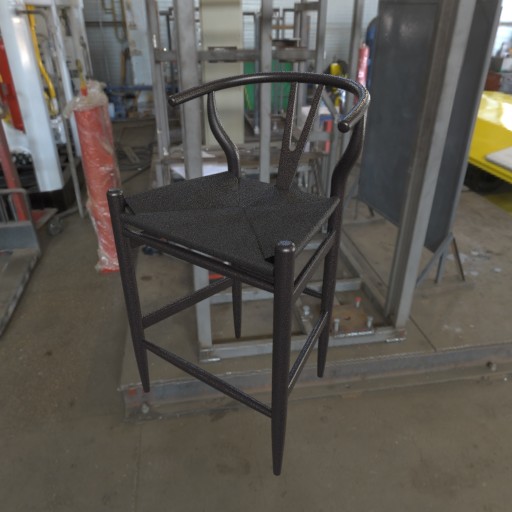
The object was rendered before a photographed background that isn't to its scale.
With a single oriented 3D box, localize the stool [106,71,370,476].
[{"bbox_3d":[0.000,0.000,1.327,0.569,0.970,0.579,19,34,30],"label":"stool"}]
